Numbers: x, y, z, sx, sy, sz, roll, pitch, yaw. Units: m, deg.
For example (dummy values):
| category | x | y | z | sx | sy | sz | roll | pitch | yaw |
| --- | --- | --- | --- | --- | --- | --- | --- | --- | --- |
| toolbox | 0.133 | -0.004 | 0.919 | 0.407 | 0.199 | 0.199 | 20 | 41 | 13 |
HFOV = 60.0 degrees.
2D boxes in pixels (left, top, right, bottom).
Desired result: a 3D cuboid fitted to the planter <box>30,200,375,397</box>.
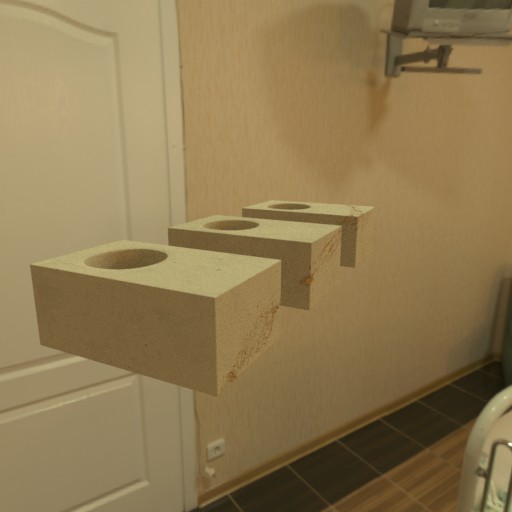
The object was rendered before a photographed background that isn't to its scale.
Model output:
| category | x | y | z | sx | sy | sz | roll | pitch | yaw |
| --- | --- | --- | --- | --- | --- | --- | --- | --- | --- |
| planter | 0.000 | 0.000 | 0.380 | 0.127 | 0.051 | 0.333 | 7 | 16 | 26 |
